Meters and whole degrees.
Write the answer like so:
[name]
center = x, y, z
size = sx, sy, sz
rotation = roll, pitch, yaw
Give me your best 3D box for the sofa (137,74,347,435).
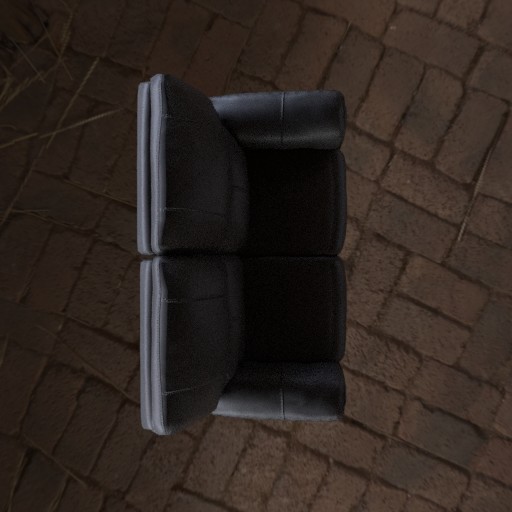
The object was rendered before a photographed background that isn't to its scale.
[sofa]
center = 0.000, 0.000, 2.481
size = 1.104, 1.111, 1.765
rotation = 0, 90, 0
